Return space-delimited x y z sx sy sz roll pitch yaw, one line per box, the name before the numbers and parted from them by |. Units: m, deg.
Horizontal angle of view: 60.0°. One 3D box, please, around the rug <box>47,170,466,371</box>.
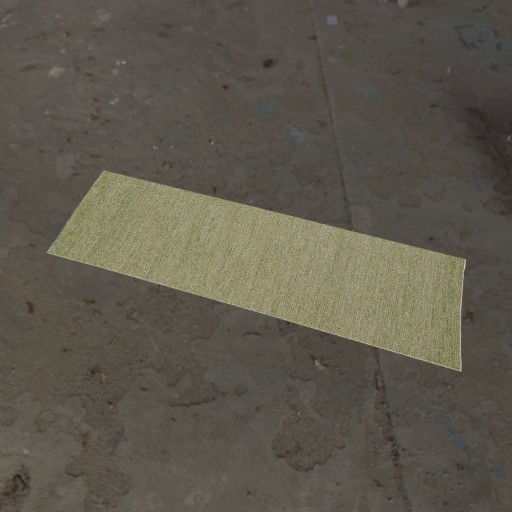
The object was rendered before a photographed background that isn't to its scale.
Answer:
rug | 0.000 0.000 2.556 2.340 0.013 0.686 15 58 10
